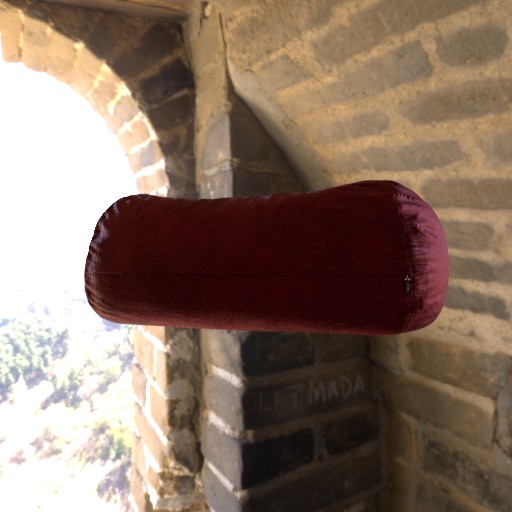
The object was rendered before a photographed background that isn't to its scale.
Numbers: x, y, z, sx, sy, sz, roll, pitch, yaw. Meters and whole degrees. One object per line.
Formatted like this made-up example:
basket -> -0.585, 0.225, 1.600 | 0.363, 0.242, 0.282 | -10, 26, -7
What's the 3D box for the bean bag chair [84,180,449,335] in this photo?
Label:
bean bag chair -> 0.000, 0.000, 2.855 | 2.293, 0.867, 1.216 | 0, -1, 17
